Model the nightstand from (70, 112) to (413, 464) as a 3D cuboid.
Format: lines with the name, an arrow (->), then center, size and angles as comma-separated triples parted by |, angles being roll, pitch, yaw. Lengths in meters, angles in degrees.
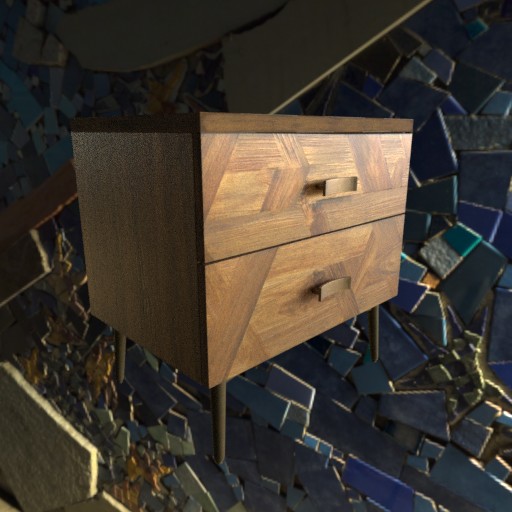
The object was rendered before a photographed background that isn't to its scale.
nightstand -> 0.000, 0.000, 1.030 | 0.610, 0.610, 0.458 | -15, 22, -42
